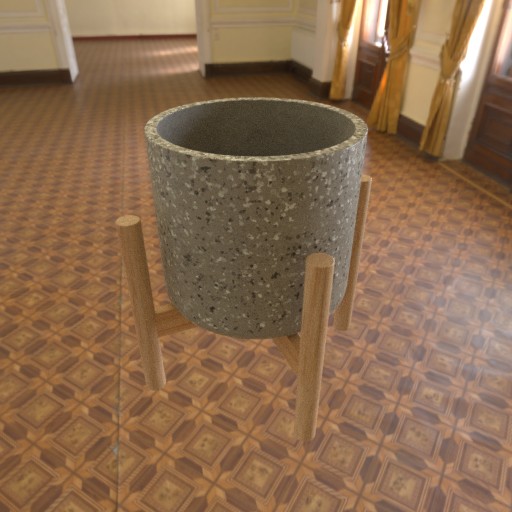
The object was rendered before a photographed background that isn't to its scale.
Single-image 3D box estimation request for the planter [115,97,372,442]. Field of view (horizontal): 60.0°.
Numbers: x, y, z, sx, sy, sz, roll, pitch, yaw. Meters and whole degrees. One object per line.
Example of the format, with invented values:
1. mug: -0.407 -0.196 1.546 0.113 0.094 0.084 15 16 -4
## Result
1. planter: 0.000 0.000 0.535 0.284 0.320 0.284 0 32 -1
